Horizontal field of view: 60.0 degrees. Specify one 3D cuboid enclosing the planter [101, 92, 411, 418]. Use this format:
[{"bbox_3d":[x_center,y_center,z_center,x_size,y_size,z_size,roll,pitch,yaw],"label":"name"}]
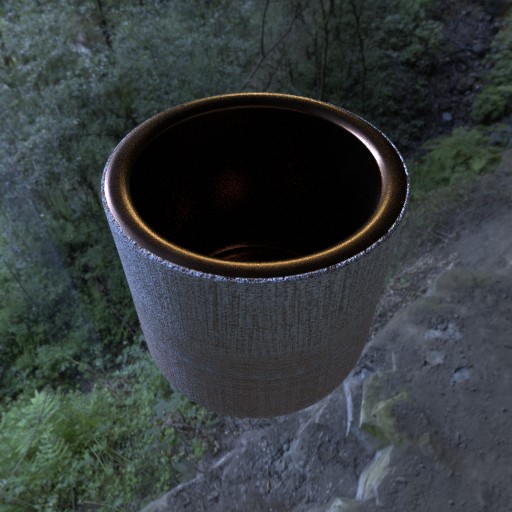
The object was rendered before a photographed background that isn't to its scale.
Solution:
[{"bbox_3d":[0.000,0.000,0.191,0.109,0.096,0.109,0,48,0],"label":"planter"}]
